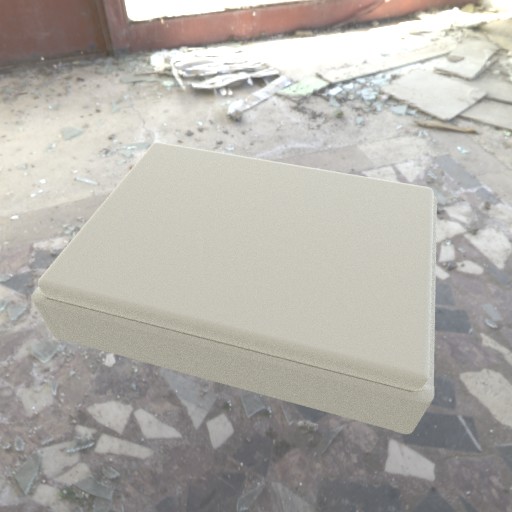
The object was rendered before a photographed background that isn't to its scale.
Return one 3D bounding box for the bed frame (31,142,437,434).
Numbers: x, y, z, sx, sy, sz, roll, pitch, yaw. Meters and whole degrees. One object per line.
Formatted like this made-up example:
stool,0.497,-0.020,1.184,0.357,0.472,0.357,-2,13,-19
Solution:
bed frame,0.000,0.000,2.509,1.900,0.406,1.400,12,47,11
